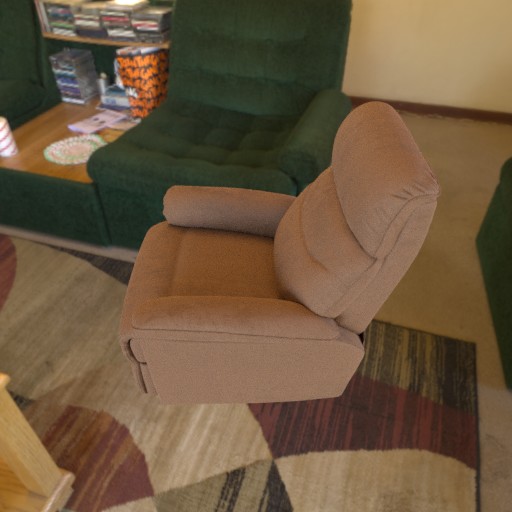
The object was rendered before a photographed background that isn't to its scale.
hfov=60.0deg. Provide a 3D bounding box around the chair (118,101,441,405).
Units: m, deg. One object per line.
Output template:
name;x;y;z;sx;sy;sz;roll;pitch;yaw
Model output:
chair;0.000;0.000;1.699;1.004;1.037;0.820;0;41;0
